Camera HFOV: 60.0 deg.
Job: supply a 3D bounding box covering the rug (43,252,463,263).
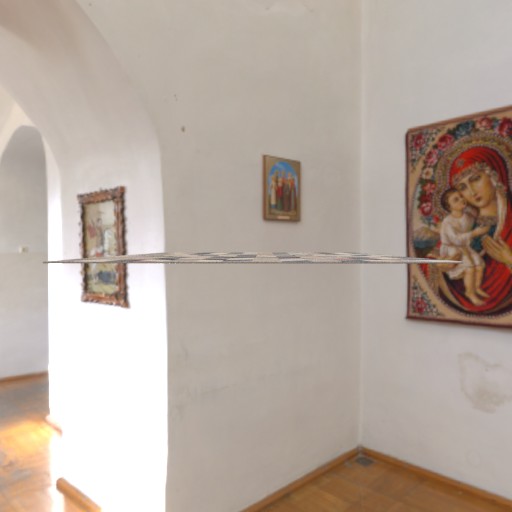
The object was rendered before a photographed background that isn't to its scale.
[{"bbox_3d":[0.000,0.000,4.099,2.451,0.011,3.072,0,1,1],"label":"rug"}]
